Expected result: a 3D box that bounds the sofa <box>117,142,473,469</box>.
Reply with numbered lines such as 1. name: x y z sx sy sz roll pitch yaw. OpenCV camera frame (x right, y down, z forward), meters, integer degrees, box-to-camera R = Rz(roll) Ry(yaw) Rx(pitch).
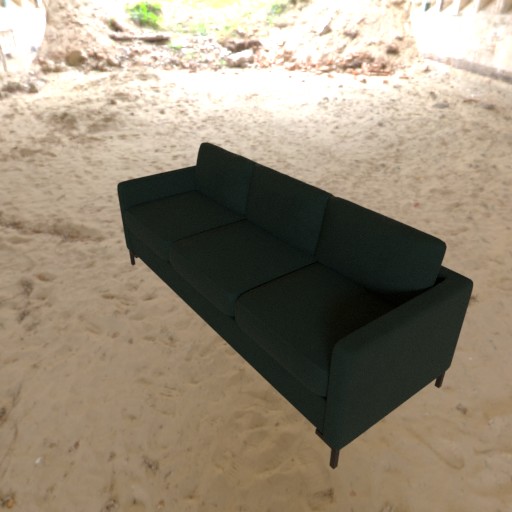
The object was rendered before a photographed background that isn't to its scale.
1. sofa: 0.000 0.000 2.674 0.859 0.870 2.218 -20 35 -31
